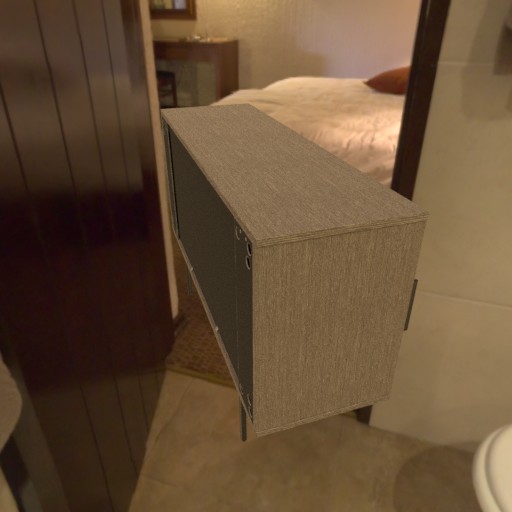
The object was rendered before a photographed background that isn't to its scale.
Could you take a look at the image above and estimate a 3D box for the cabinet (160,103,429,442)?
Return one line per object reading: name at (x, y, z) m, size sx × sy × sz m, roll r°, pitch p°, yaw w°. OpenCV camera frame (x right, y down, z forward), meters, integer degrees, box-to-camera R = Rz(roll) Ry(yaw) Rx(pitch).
cabinet at (0.000, 0.000, 1.540) m, size 0.405 × 0.787 × 1.194 m, roll -10°, pitch 31°, yaw -16°
